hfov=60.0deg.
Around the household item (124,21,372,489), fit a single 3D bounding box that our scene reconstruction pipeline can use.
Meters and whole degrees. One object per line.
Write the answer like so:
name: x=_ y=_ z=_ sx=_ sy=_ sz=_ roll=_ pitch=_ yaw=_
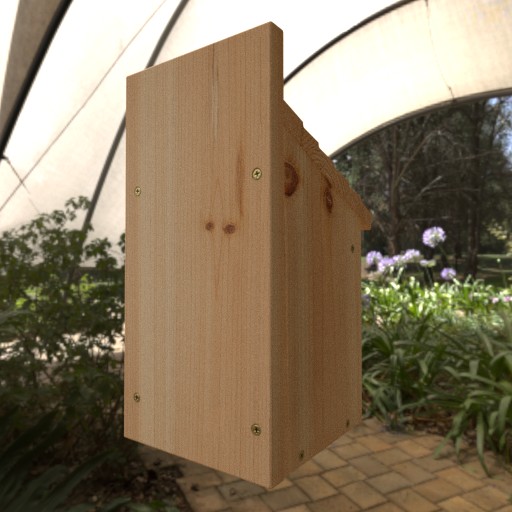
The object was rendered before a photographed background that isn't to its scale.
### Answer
household item: x=0.000 y=0.000 z=0.394 sx=0.149 sy=0.300 sz=0.171 roll=-1 pitch=-1 yaw=36
